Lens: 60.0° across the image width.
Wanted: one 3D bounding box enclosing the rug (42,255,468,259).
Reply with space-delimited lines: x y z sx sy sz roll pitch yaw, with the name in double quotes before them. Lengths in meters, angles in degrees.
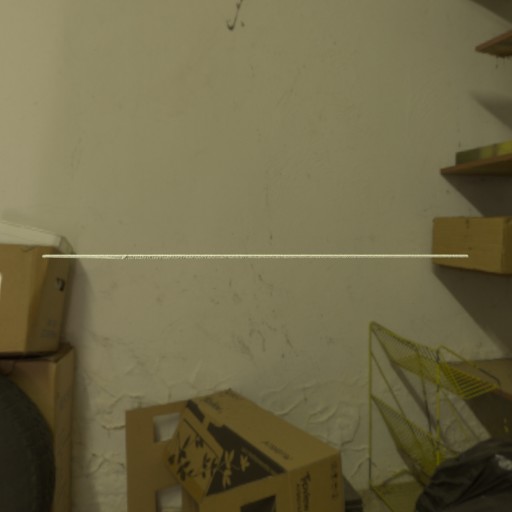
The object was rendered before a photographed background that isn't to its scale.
"rug" 0.000 0.000 2.208 1.747 0.011 1.217 0 0 -35
